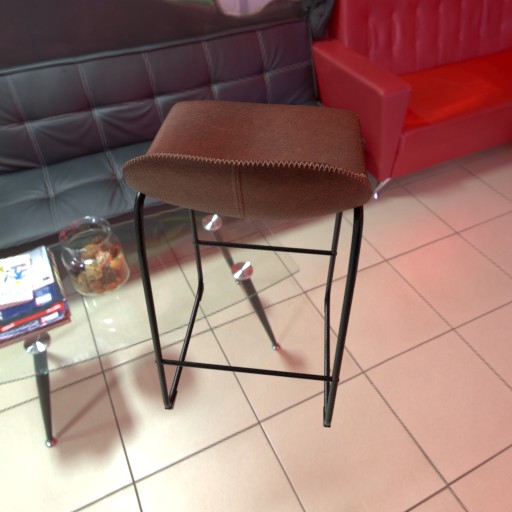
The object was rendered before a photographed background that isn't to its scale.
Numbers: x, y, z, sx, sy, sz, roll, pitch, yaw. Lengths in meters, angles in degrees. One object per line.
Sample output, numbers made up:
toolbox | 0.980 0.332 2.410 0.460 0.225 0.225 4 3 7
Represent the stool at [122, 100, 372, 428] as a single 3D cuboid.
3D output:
stool | 0.000 0.000 1.076 0.454 0.830 0.473 5 45 5
